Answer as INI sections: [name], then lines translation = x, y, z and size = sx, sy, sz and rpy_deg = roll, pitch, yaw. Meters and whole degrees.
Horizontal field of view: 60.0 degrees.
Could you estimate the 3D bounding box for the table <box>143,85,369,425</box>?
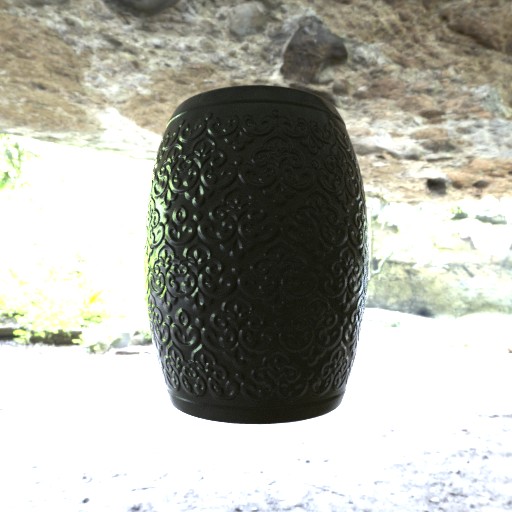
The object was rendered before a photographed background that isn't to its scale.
[table]
translation = 0.000, 0.000, 0.626
size = 0.309, 0.397, 0.309
rpy_deg = 0, -3, 0
